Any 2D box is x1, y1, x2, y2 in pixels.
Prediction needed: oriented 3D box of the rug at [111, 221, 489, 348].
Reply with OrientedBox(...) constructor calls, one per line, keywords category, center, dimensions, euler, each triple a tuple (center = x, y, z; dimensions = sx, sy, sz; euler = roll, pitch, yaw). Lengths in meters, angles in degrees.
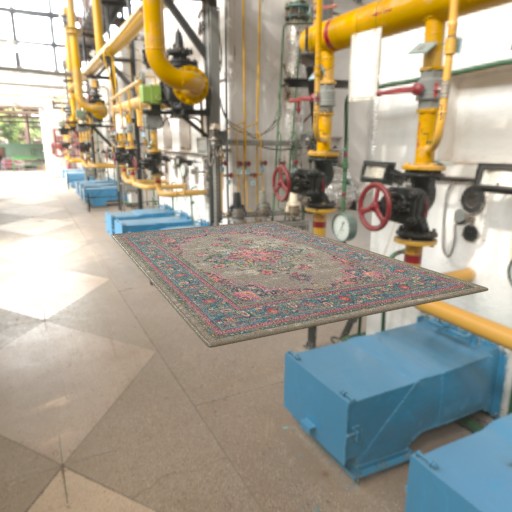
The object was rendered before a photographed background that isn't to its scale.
OrientedBox(category="rug", center=(0.000, 0.000, 2.217), dimensions=(1.144, 0.014, 1.748), euler=(-7, 15, -25))
